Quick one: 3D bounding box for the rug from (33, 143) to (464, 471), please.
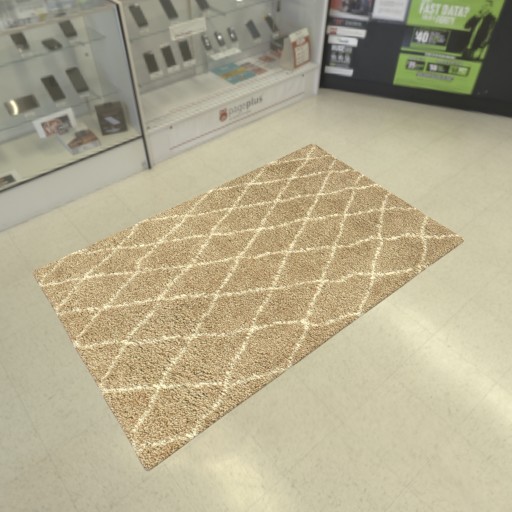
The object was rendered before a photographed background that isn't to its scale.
[{"bbox_3d":[0.000,0.000,2.928,2.438,0.030,1.524,-29,53,-25],"label":"rug"}]
